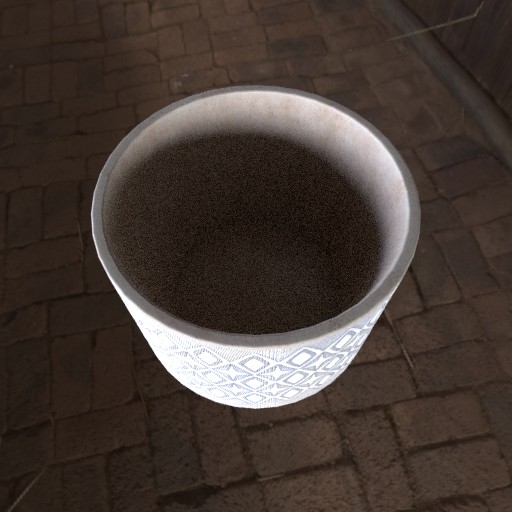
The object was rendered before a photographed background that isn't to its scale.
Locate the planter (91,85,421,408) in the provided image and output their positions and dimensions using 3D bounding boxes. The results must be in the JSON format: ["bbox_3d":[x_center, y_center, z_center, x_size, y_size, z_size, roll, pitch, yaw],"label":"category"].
[{"bbox_3d":[0.000,0.000,0.278,0.164,0.127,0.164,0,59,0],"label":"planter"}]
